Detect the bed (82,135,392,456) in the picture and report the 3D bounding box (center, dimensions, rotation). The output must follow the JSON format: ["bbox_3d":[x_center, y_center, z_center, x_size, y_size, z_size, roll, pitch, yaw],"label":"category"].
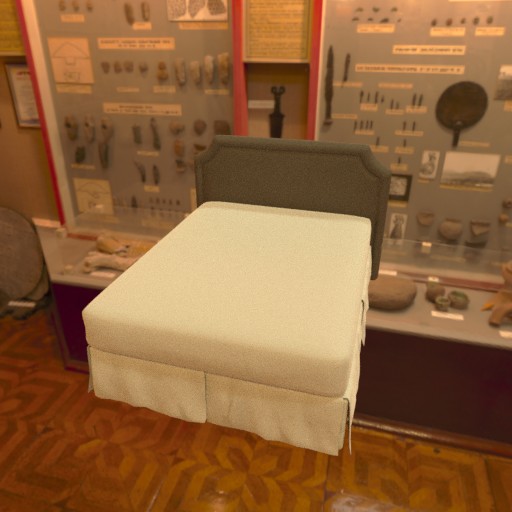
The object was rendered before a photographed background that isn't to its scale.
[{"bbox_3d":[0.000,0.000,3.318,1.831,1.297,2.181,8,28,14],"label":"bed"}]
